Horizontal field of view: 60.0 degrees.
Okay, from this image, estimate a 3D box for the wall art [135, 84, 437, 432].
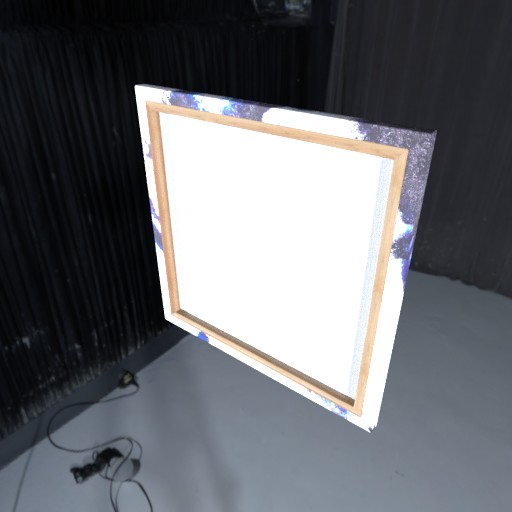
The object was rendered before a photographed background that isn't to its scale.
[{"bbox_3d":[0.000,0.000,1.331,0.887,0.885,0.038,21,37,32],"label":"wall art"}]
